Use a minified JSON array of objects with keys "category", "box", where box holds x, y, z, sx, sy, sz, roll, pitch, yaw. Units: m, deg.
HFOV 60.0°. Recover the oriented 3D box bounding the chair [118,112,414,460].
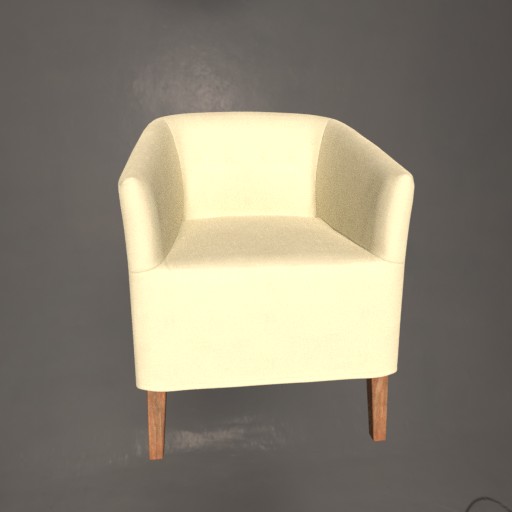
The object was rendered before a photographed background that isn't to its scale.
[{"category":"chair","box":[0.000,0.000,1.286,0.643,0.822,0.657,-2,16,-7]}]
